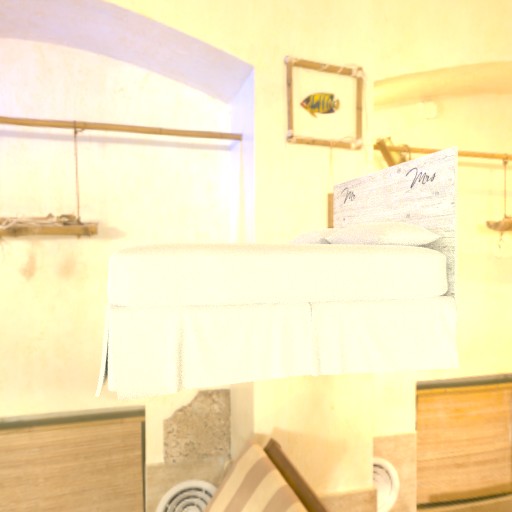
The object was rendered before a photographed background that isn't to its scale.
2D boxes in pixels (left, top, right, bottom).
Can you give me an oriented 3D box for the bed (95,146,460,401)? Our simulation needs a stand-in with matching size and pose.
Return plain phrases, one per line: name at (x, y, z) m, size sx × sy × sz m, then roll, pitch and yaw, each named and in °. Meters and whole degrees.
bed at (0.000, 0.000, 3.111) m, size 2.094 × 1.335 × 1.745 m, roll 0°, pitch 0°, yaw -17°
